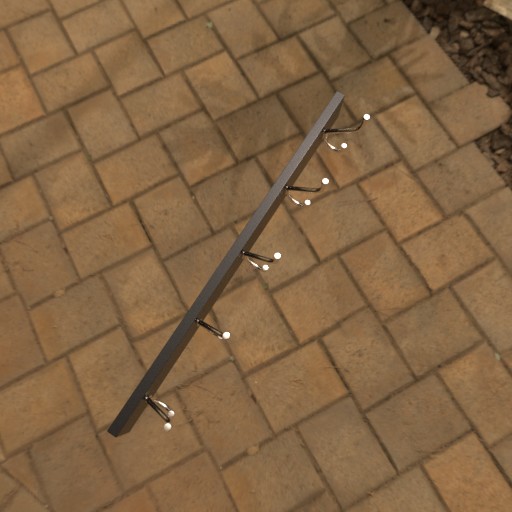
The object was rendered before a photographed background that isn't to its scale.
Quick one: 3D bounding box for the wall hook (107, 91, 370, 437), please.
[{"bbox_3d":[0.000,0.000,0.604,0.071,0.117,0.571,31,76,8],"label":"wall hook"}]
